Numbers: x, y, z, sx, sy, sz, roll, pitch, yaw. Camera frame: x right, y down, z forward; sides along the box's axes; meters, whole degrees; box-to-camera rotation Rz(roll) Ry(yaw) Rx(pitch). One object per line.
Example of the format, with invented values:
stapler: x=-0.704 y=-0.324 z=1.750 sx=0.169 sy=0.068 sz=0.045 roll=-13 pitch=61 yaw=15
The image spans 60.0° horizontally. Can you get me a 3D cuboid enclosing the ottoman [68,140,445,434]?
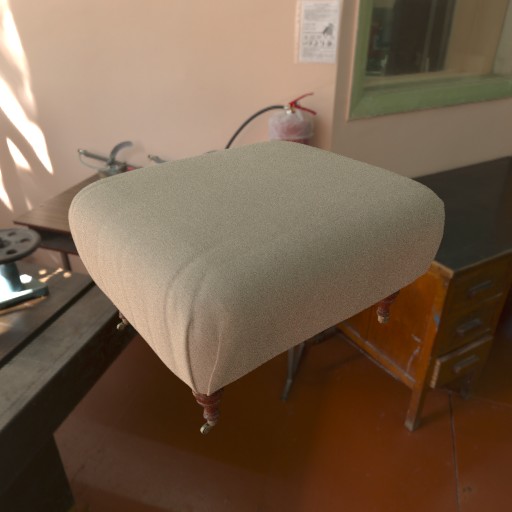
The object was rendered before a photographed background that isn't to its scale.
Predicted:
ottoman: x=0.000 y=0.000 z=1.139 sx=0.746 sy=0.450 sz=0.639 roll=-21 pitch=36 yaw=-32
